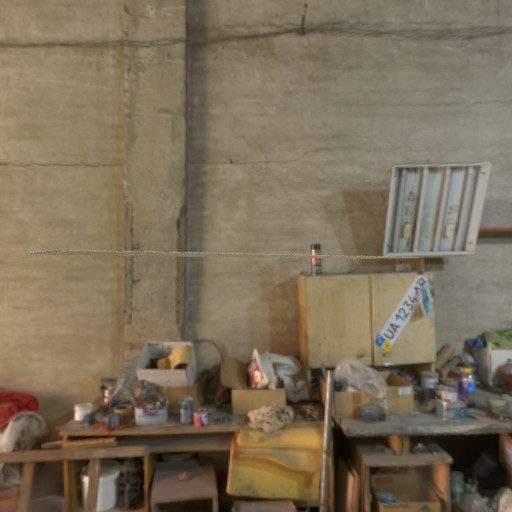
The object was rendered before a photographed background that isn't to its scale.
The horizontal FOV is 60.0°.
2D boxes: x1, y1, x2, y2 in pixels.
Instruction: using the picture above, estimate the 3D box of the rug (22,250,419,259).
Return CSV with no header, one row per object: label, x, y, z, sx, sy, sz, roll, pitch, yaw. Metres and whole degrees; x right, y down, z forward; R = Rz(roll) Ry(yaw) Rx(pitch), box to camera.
rug,0.000,0.000,2.707,2.464,0.005,0.660,1,-2,-37
